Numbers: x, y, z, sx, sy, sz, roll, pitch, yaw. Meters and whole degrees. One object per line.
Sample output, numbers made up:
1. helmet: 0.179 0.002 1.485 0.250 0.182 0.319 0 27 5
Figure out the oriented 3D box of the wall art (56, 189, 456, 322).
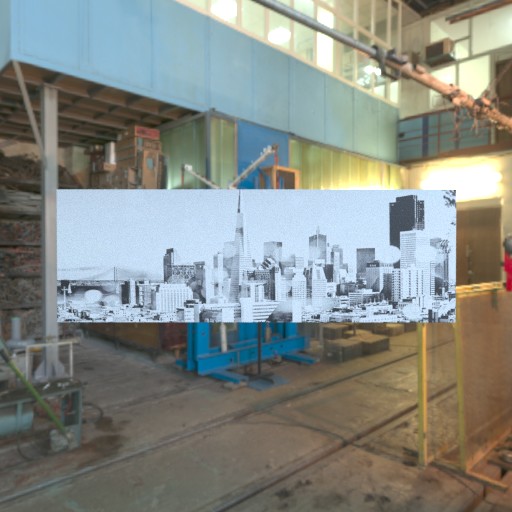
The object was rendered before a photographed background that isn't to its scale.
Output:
1. wall art: 0.000 0.000 1.705 1.520 0.507 0.039 0 1 0
